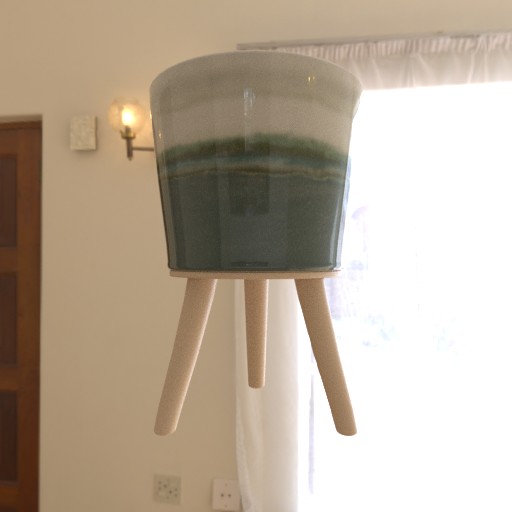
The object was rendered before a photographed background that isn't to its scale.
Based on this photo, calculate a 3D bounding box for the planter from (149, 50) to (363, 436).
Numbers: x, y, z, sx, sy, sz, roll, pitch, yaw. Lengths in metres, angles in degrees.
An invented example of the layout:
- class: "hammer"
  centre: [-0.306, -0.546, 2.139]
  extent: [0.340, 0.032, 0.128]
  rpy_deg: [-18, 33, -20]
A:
- class: "planter"
  centre: [0.000, 0.000, 0.460]
  extent: [0.217, 0.331, 0.217]
  rpy_deg: [0, 0, -17]
